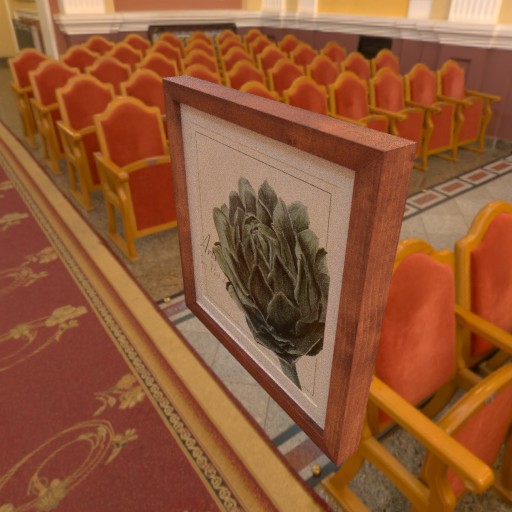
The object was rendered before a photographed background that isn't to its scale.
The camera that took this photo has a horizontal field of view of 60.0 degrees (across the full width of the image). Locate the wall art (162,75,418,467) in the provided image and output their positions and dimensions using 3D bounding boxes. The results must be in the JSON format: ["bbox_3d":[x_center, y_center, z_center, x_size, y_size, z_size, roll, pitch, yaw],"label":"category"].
[{"bbox_3d":[0.000,0.000,0.574,0.038,0.385,0.386,-20,36,-30],"label":"wall art"}]
